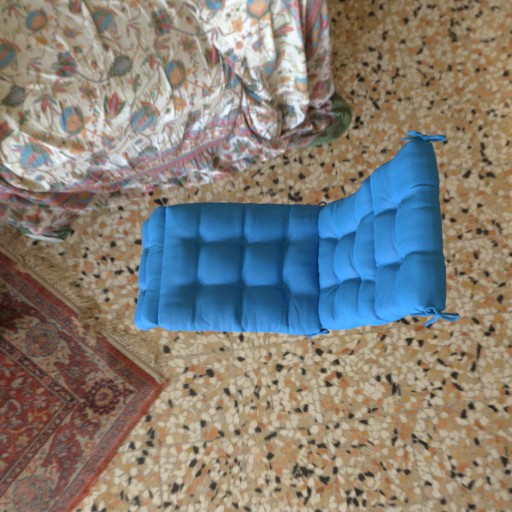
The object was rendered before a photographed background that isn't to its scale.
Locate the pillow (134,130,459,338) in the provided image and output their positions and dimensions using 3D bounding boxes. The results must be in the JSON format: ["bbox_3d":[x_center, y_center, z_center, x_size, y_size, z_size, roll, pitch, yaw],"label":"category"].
[{"bbox_3d":[0.000,0.000,1.534,1.016,0.863,0.526,1,77,0],"label":"pillow"}]
